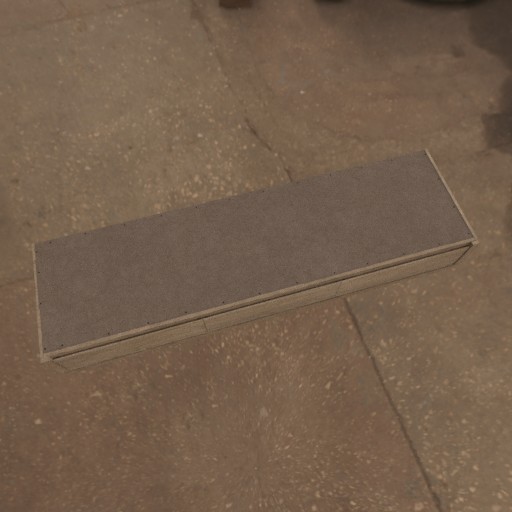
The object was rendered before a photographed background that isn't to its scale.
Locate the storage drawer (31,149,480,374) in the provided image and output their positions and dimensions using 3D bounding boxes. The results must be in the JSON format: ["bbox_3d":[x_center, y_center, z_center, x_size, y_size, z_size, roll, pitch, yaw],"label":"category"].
[{"bbox_3d":[0.000,0.000,2.249,2.072,0.274,0.591,-15,65,-7],"label":"storage drawer"}]
